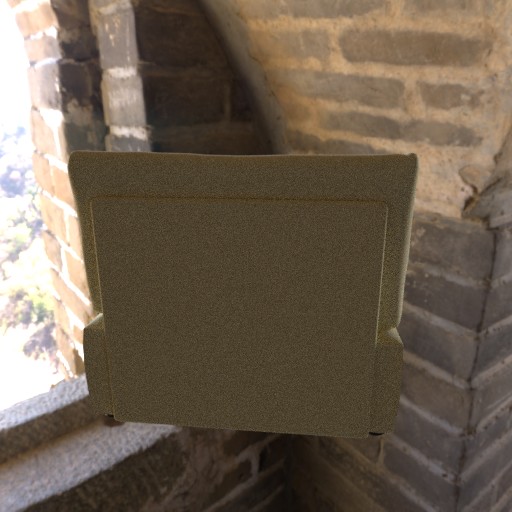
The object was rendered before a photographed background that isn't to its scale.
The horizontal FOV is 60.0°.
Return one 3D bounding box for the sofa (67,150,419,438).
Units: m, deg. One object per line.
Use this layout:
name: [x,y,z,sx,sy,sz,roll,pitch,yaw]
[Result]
sofa: [0.000,0.000,1.665,0.930,0.820,1.000,2,17,6]
